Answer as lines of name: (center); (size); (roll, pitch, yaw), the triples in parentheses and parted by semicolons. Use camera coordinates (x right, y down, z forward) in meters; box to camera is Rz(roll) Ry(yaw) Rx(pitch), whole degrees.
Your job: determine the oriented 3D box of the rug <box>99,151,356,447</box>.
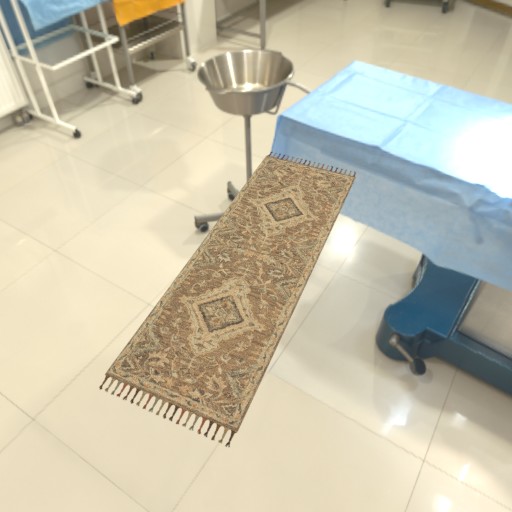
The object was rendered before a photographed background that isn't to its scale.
rug: (0.000, 0.000, 2.808); (1.324, 0.018, 2.378); (31, 54, 26)
